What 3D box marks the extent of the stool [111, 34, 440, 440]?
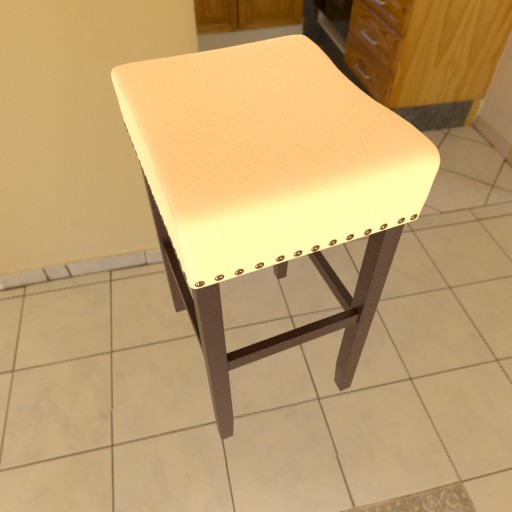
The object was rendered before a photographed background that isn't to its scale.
[{"bbox_3d":[0.000,0.000,1.001,0.401,0.762,0.471,-17,50,-15],"label":"stool"}]
